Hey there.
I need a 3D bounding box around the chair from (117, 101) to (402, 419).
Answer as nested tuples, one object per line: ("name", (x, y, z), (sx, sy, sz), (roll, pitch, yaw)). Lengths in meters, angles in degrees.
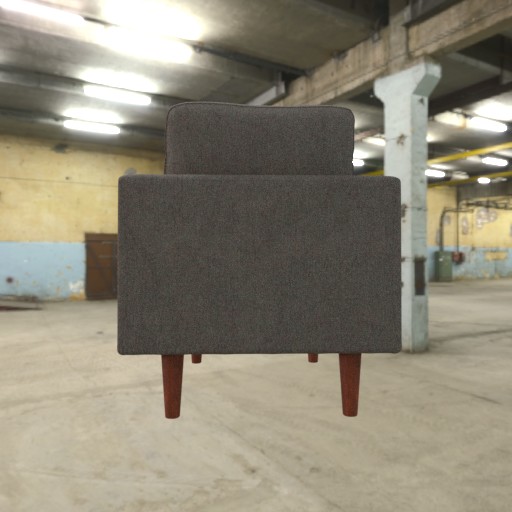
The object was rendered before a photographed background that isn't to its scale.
("chair", (0.000, 0.000, 1.699), (0.858, 0.957, 0.899), (0, -1, -2))
